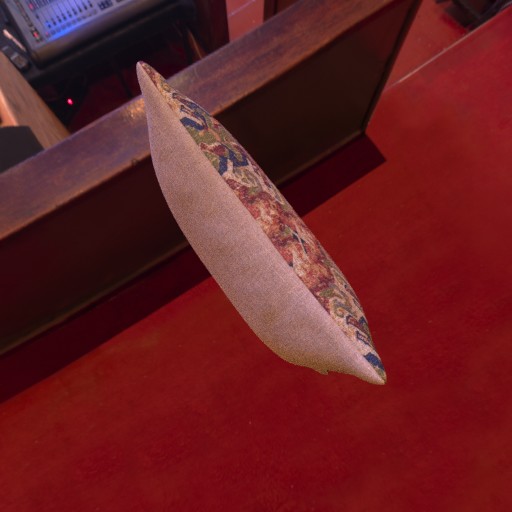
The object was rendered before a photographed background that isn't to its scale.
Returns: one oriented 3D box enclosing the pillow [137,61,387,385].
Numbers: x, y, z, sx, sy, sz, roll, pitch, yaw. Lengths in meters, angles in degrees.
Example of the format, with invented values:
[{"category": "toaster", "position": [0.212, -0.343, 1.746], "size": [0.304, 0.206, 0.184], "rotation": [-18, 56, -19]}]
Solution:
[{"category": "pillow", "position": [0.000, 0.000, 0.789], "size": [0.166, 0.506, 0.523], "rotation": [-35, 79, -8]}]
